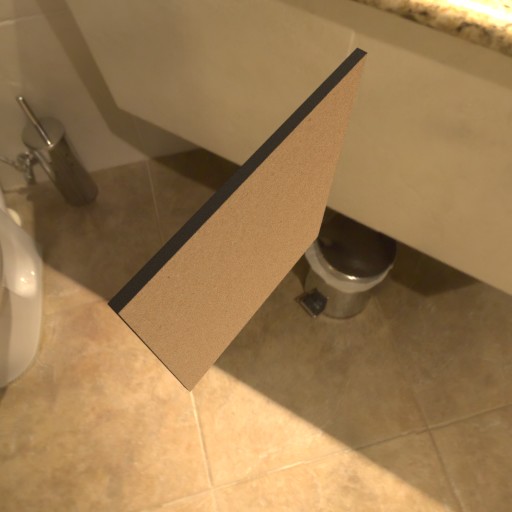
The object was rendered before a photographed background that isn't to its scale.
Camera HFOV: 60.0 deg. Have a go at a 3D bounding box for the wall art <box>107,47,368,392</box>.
[{"bbox_3d":[0.000,0.000,1.237,0.028,0.863,0.755,35,70,15],"label":"wall art"}]
